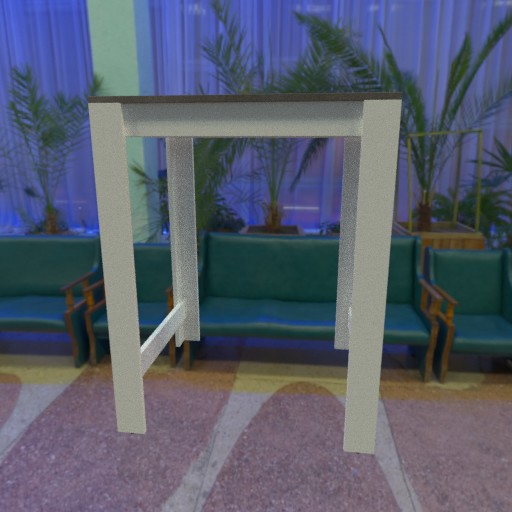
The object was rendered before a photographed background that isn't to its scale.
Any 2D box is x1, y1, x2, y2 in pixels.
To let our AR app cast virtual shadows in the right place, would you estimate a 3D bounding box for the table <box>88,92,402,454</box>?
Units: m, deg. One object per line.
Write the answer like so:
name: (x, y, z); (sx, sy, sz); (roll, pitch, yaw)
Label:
table: (0.000, 0.000, 1.577); (0.800, 1.020, 0.700); (2, 15, 7)
